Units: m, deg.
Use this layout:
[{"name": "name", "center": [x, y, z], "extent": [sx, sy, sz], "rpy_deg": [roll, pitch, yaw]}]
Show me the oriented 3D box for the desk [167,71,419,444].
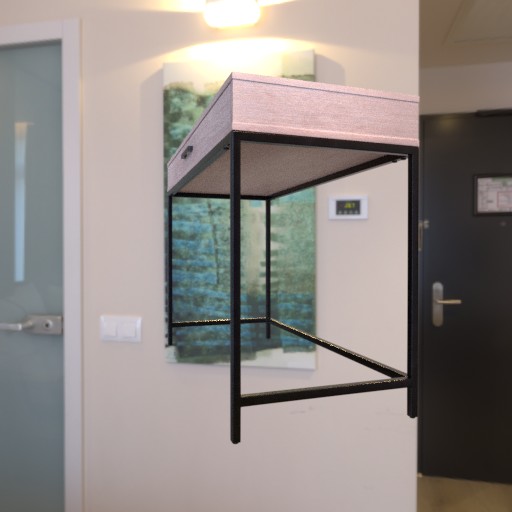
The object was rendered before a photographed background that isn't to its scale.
[{"name": "desk", "center": [0.000, 0.000, 1.454], "extent": [0.470, 0.762, 1.016], "rpy_deg": [0, 1, -19]}]
